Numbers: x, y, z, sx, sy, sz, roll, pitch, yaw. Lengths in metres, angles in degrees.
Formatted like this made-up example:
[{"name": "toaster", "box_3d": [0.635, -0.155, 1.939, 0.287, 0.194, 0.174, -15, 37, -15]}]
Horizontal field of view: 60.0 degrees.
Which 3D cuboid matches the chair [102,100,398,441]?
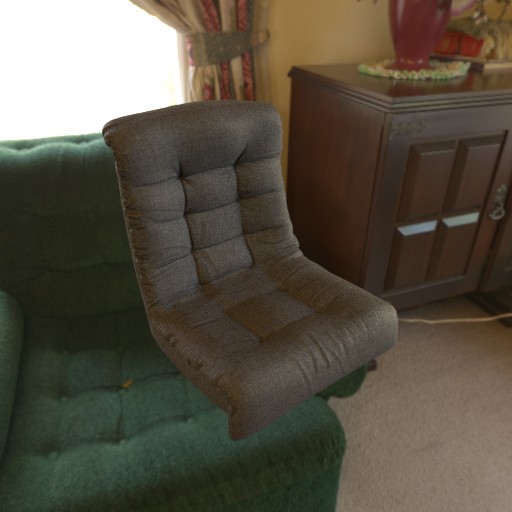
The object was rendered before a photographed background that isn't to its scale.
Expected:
[{"name": "chair", "box_3d": [0.000, 0.000, 1.256, 0.597, 0.749, 0.668, -21, 36, -32]}]
